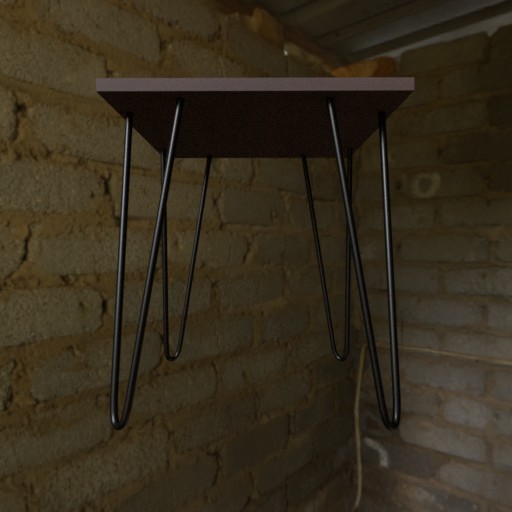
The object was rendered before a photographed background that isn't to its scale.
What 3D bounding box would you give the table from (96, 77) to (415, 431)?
[{"bbox_3d":[0.000,0.000,0.939,0.495,0.559,0.495,0,1,0],"label":"table"}]
